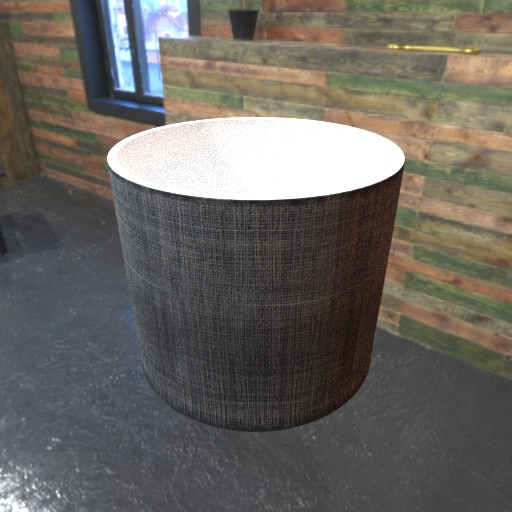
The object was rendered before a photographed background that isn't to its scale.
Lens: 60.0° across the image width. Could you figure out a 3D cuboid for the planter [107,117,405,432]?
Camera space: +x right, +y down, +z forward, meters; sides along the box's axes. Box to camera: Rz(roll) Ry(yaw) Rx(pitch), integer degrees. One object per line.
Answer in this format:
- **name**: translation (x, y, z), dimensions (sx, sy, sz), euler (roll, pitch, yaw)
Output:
- **planter**: translation (0.000, 0.000, 0.446), dimensions (0.254, 0.221, 0.254), euler (0, 29, 0)
